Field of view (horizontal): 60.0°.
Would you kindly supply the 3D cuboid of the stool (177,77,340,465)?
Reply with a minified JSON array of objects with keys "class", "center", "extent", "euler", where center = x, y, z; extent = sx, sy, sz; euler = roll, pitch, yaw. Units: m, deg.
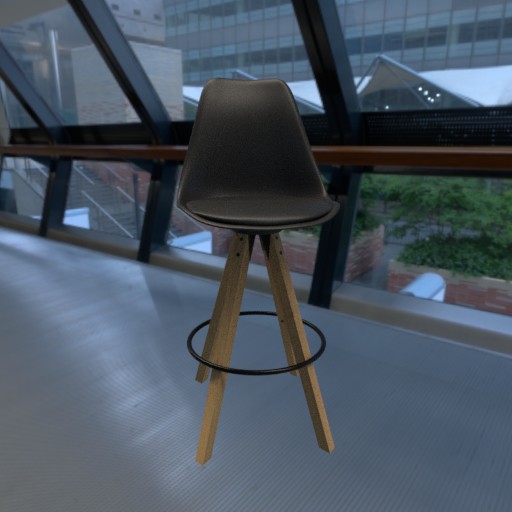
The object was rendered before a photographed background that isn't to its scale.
[{"class":"stool","center":[0.000,0.000,1.415],"extent":[0.485,1.115,0.550],"euler":[-2,16,-7]}]
